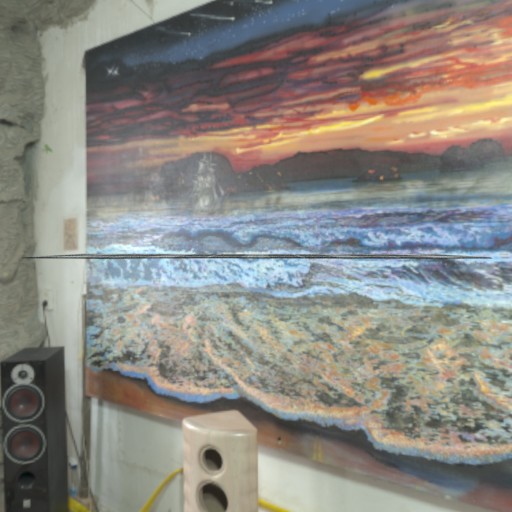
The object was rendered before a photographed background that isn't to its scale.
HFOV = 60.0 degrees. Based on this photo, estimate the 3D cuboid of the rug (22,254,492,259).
[{"bbox_3d":[0.000,0.000,2.666,2.434,0.012,0.760,0,2,1],"label":"rug"}]
